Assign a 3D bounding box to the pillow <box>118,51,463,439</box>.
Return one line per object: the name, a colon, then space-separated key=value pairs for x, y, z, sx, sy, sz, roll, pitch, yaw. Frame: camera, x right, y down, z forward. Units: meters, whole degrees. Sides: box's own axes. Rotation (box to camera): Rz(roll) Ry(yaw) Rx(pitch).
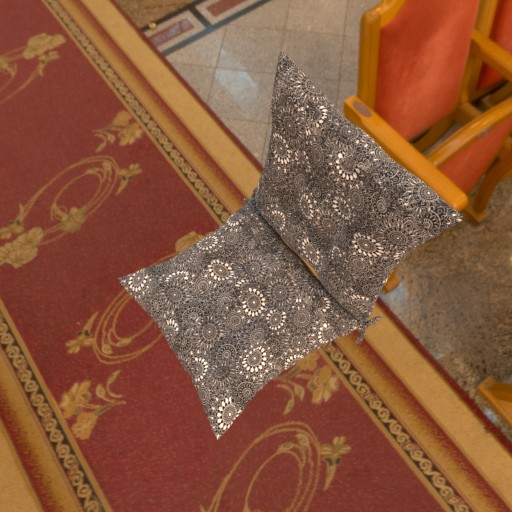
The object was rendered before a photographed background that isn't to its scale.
pillow: x=0.000 y=0.000 z=1.007 sx=0.585 sy=0.536 sz=0.541 roll=-33 pitch=69 yaw=-15
